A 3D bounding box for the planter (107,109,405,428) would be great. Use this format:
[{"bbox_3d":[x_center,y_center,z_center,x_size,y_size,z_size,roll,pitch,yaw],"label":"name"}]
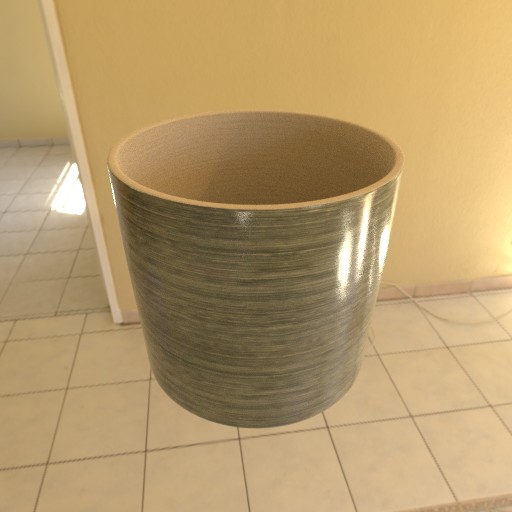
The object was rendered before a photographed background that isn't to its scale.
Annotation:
[{"bbox_3d":[0.000,0.000,0.395,0.221,0.201,0.221,0,32,0],"label":"planter"}]
